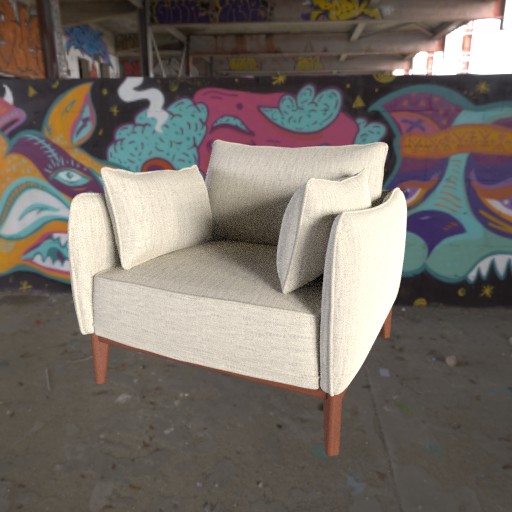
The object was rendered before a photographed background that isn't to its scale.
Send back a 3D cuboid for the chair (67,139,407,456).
[{"bbox_3d":[0.000,0.000,1.691,0.994,0.855,0.991,7,16,25],"label":"chair"}]
